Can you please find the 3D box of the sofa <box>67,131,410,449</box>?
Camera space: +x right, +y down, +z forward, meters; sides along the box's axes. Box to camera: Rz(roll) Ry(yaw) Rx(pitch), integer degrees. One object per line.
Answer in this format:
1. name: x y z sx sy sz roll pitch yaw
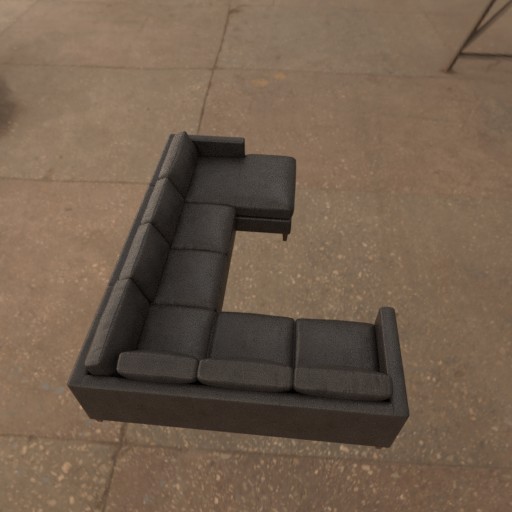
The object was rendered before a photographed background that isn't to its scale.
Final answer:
1. sofa: 0.000 0.000 4.453 2.452 0.891 3.324 4 48 4
